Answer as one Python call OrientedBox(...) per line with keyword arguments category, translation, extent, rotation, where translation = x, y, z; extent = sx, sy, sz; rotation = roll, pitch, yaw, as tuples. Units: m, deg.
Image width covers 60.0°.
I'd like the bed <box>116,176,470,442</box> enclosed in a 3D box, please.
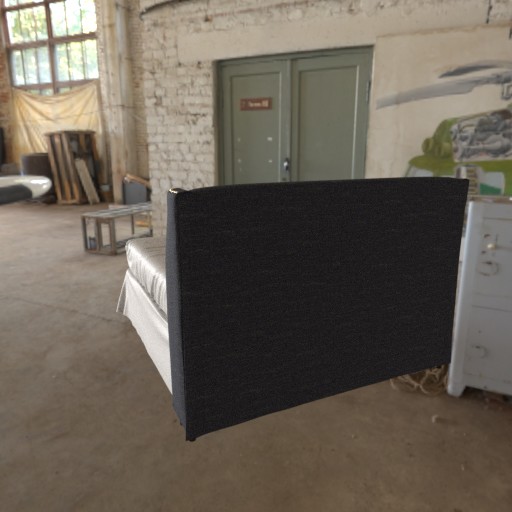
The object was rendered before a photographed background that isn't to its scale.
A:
OrientedBox(category="bed", translation=(0.000, 0.000, 3.505), extent=(1.925, 1.332, 2.276), rotation=(-7, 15, -25))
